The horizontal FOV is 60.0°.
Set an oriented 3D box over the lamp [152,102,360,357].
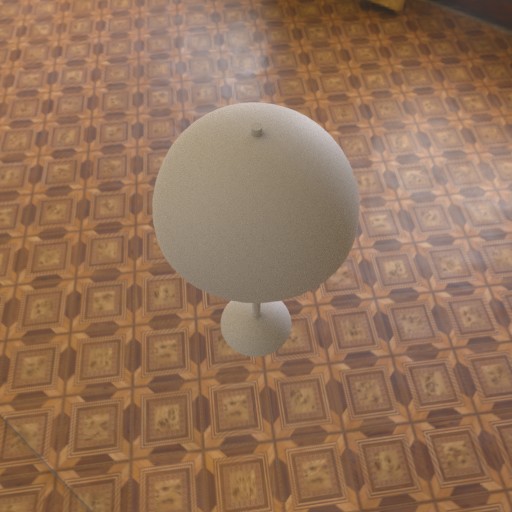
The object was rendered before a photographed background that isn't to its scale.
[{"bbox_3d":[0.000,0.000,0.436,0.171,0.330,0.171,0,58,0],"label":"lamp"}]
